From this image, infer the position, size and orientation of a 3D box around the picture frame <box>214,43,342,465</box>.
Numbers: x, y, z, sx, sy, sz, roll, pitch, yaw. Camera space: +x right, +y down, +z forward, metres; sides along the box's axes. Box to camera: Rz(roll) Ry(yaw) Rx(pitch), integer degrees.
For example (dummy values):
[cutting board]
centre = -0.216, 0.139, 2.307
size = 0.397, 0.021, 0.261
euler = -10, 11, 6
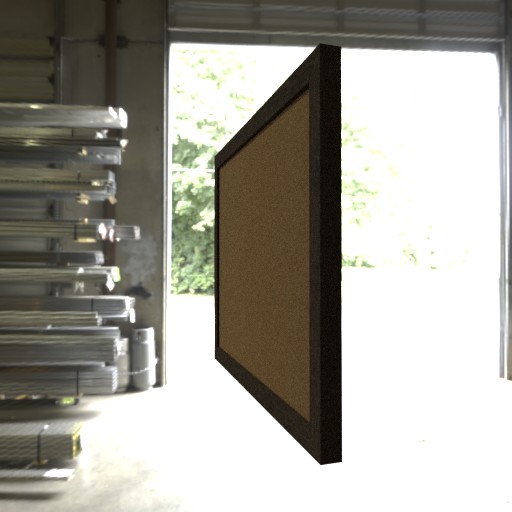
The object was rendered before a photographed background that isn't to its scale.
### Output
[picture frame]
centre = 0.000, 0.000, 0.742
size = 0.026, 0.455, 0.546
euler = 0, -1, -17
